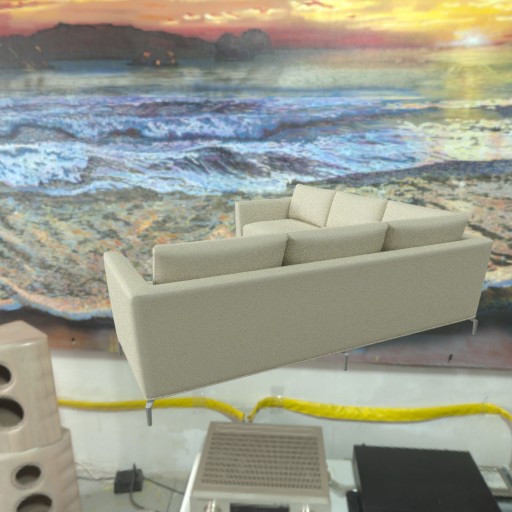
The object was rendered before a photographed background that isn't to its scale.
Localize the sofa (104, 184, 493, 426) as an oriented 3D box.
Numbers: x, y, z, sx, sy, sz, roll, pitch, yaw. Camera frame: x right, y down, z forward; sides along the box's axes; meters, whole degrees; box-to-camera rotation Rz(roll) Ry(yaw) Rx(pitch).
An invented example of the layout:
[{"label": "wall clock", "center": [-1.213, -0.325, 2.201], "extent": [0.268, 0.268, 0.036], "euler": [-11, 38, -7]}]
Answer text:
[{"label": "sofa", "center": [0.000, 0.000, 3.592], "extent": [2.448, 0.867, 2.430], "euler": [-7, 17, -25]}]
